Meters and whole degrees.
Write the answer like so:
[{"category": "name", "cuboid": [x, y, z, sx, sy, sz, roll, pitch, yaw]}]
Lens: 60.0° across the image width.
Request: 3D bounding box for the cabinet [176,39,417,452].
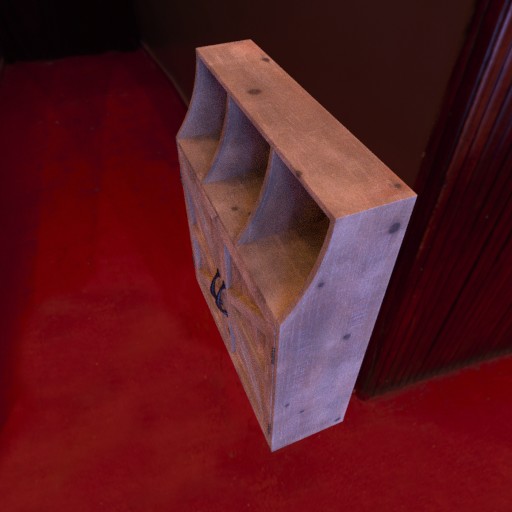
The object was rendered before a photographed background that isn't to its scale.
[{"category": "cabinet", "cuboid": [0.000, 0.000, 0.835, 0.184, 0.590, 0.489, -17, 49, -16]}]
